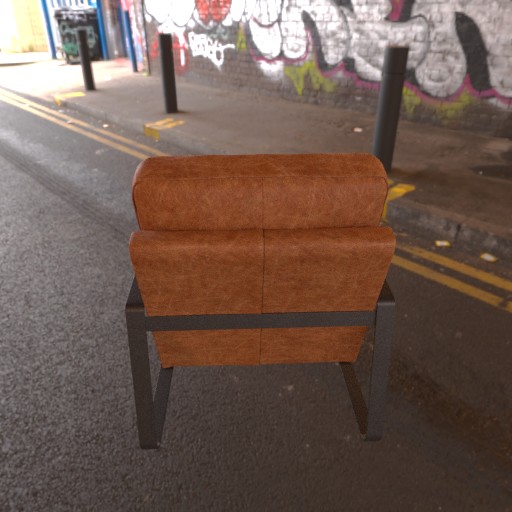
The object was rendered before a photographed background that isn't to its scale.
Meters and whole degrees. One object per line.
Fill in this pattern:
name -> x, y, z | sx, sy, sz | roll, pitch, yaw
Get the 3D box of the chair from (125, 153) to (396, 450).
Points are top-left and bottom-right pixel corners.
chair -> 0.000, 0.000, 1.367 | 0.651, 0.777, 0.801 | -1, 29, -2
